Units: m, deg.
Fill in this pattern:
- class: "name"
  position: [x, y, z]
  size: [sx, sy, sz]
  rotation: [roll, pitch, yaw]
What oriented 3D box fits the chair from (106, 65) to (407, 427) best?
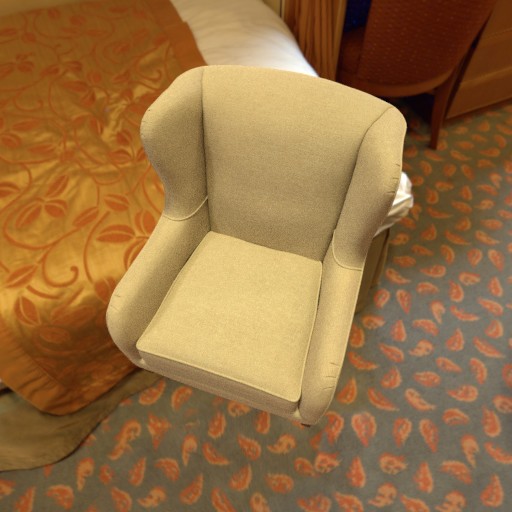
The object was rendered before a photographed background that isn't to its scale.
- class: "chair"
  position: [0.000, 0.000, 1.730]
  size: [0.838, 1.040, 0.966]
  rotation: [16, 58, 10]
